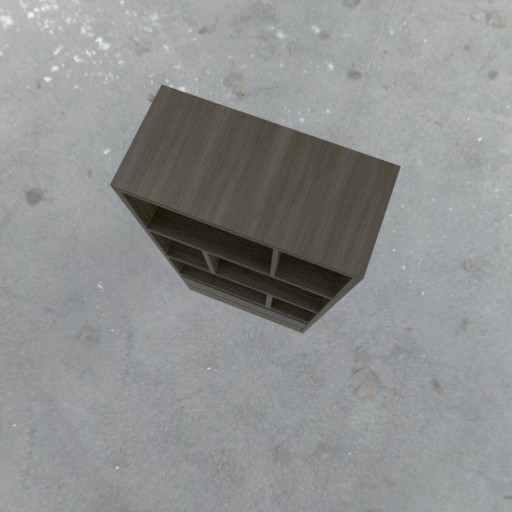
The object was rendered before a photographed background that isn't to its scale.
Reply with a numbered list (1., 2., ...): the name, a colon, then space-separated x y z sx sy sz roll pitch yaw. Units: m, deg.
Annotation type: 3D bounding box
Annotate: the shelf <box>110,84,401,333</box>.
1. shelf: 0.000 0.000 1.869 0.670 1.545 0.323 21 76 5
